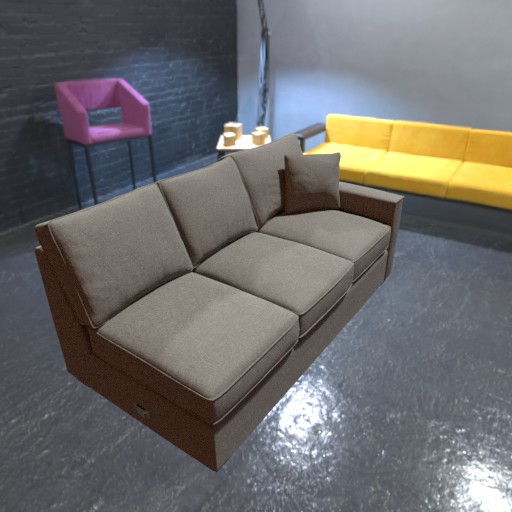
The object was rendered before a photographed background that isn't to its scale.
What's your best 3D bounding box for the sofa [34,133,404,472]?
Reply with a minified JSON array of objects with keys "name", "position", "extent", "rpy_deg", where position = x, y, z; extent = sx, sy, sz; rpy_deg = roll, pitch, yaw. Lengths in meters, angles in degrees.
[{"name":"sofa","position":[0.000,0.000,2.500],"extent":[1.034,0.946,1.963],"rpy_deg":[19,33,31]}]
